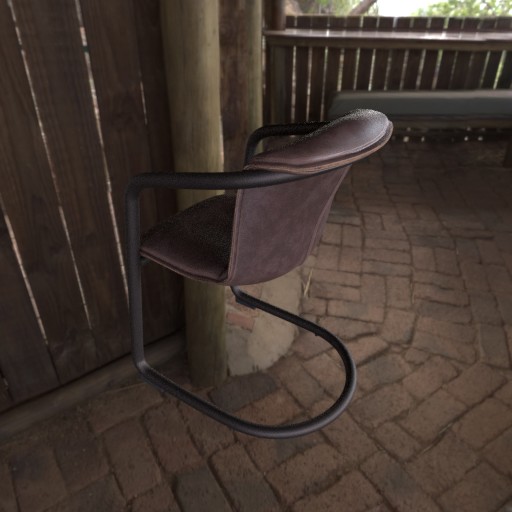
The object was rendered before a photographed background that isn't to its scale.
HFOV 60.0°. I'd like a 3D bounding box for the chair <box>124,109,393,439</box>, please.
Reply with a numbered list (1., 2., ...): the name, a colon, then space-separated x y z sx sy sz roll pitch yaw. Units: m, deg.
1. chair: 0.000 0.000 1.259 0.664 0.836 0.536 20 36 29
